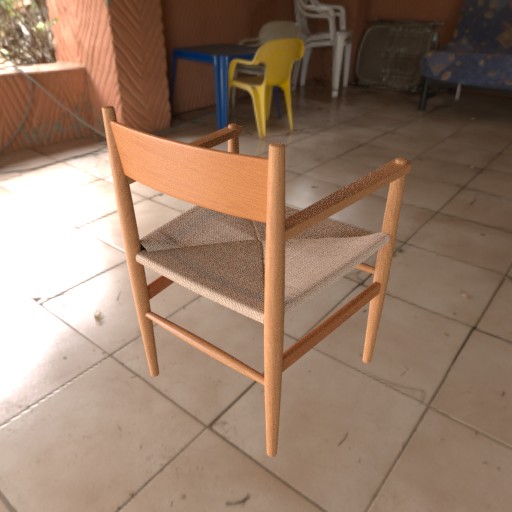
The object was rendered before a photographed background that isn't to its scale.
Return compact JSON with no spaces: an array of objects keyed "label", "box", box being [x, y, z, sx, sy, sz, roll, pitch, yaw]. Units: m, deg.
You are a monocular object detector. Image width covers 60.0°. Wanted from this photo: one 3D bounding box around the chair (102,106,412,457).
[{"label":"chair","box":[0.000,0.000,1.137,0.556,0.762,0.495,22,37,32]}]
